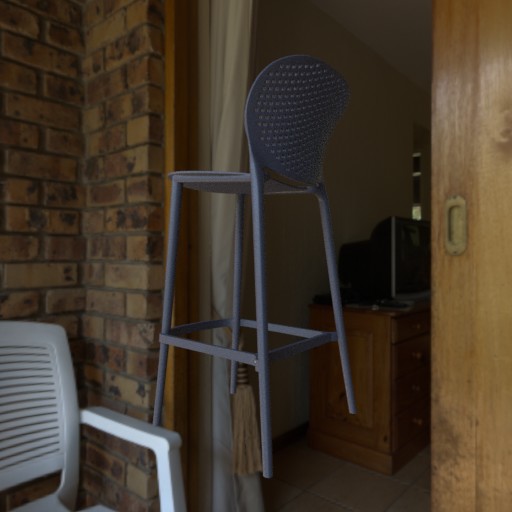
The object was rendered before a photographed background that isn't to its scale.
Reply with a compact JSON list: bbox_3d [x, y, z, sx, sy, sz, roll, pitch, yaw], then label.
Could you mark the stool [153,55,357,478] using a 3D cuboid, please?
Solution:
[{"bbox_3d":[0.000,0.000,1.383,0.535,1.045,0.536,0,0,35],"label":"stool"}]
